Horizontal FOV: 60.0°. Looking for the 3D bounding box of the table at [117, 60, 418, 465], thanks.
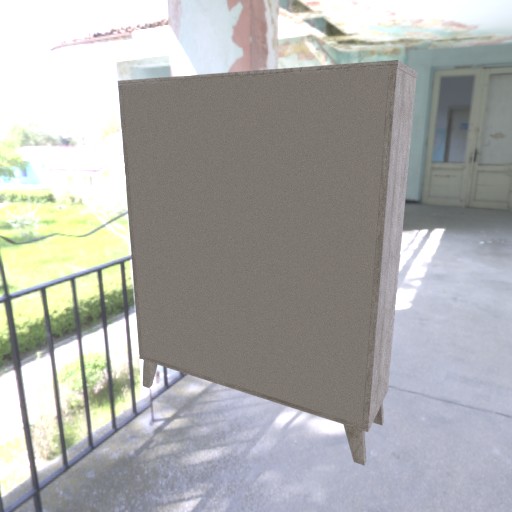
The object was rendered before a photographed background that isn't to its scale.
[{"bbox_3d":[0.000,0.000,1.506,0.902,1.135,0.256,9,18,28],"label":"table"}]
